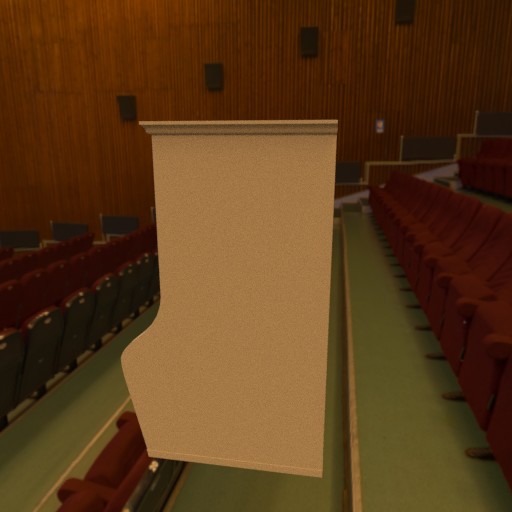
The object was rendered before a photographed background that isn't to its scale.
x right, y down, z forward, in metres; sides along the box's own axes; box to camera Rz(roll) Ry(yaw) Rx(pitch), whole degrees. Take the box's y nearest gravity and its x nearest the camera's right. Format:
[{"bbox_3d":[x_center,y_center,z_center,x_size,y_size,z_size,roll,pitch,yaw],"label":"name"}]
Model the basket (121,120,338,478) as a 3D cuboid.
[{"bbox_3d":[0.000,0.000,1.130,0.376,0.625,0.792,2,15,9],"label":"basket"}]
